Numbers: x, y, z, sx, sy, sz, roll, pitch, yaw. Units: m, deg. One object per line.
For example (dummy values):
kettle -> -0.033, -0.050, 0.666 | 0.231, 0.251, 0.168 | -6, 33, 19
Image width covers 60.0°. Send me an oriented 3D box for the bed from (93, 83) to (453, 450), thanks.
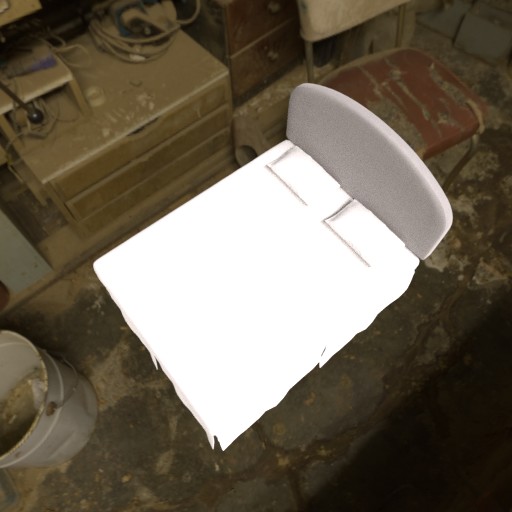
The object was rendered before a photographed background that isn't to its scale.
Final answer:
bed -> 0.000, 0.000, 3.136 | 2.005, 1.410, 1.607 | -36, 68, -17
